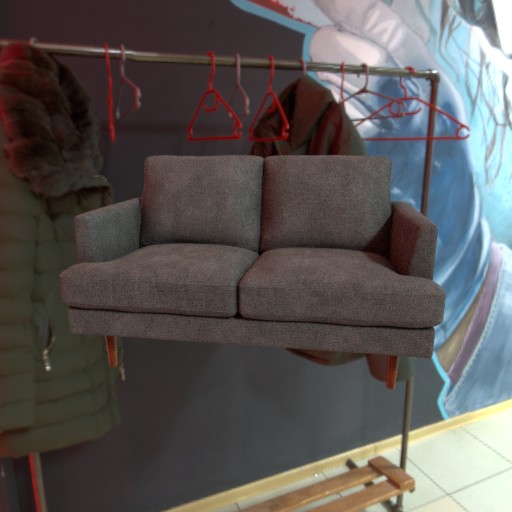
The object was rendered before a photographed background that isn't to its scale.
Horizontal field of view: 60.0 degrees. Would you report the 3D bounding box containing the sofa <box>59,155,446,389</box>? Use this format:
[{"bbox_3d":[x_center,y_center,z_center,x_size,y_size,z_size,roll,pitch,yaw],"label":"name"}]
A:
[{"bbox_3d":[0.000,0.000,2.173,1.582,0.956,0.903,2,14,9],"label":"sofa"}]
